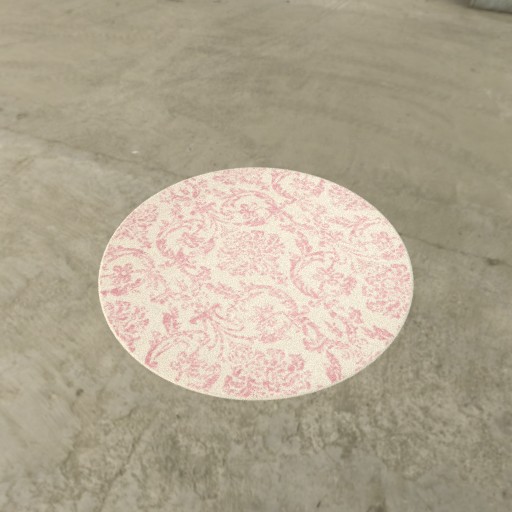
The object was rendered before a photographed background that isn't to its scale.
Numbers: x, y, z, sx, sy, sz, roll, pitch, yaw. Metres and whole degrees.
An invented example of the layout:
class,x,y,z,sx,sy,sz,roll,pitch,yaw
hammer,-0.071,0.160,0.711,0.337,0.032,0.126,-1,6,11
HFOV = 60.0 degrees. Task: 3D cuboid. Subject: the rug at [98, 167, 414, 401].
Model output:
class,x,y,z,sx,sy,sz,roll,pitch,yaw
rug,0.000,0.000,2.306,1.593,0.012,1.593,0,46,0
